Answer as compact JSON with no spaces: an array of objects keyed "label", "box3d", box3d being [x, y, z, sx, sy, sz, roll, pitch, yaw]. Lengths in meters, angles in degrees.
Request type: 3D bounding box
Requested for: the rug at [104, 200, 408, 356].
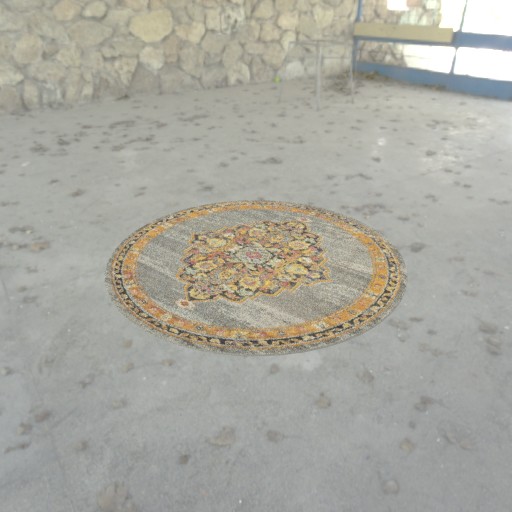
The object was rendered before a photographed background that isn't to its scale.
[{"label":"rug","box3d":[0.000,0.000,3.629,2.382,0.014,2.382,0,29,0]}]
